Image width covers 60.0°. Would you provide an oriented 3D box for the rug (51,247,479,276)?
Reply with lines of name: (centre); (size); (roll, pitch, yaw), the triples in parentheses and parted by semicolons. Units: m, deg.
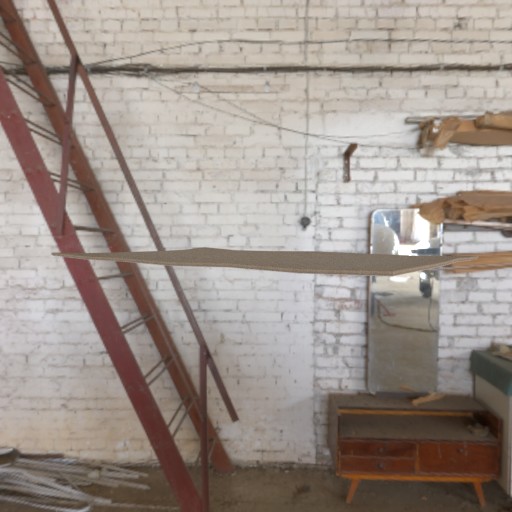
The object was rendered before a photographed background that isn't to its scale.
rug: (0.000, 0.000, 2.972); (2.430, 0.053, 1.553); (2, 3, 37)
